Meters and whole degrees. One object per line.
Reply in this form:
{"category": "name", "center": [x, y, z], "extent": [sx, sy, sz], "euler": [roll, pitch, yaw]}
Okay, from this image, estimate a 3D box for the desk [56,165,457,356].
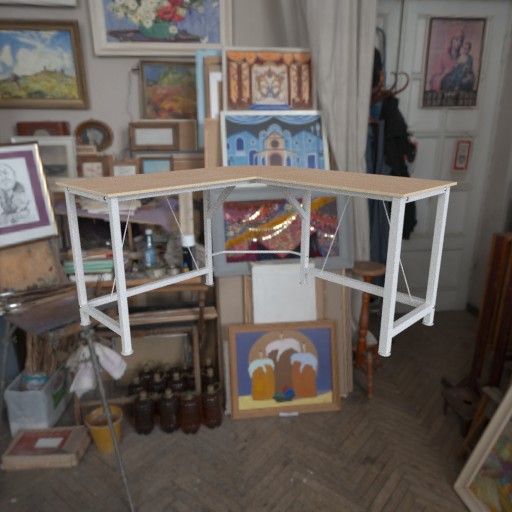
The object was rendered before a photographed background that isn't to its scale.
{"category": "desk", "center": [0.000, 0.000, 2.297], "extent": [1.400, 0.762, 1.400], "euler": [-16, 23, -42]}
